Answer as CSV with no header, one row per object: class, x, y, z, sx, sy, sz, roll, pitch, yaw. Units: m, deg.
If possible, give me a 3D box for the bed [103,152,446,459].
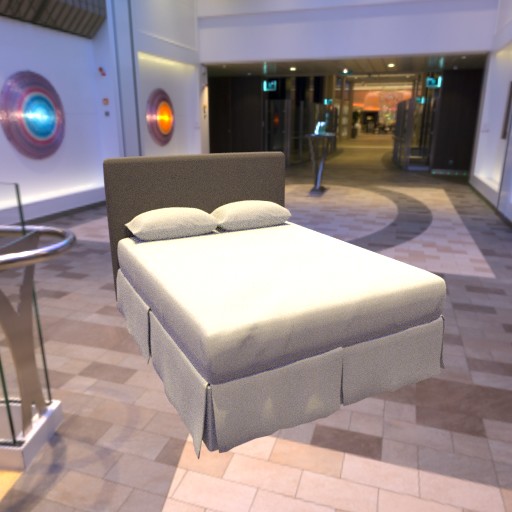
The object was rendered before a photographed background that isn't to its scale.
bed,0.000,0.000,3.233,1.748,1.330,2.142,-9,19,-27
